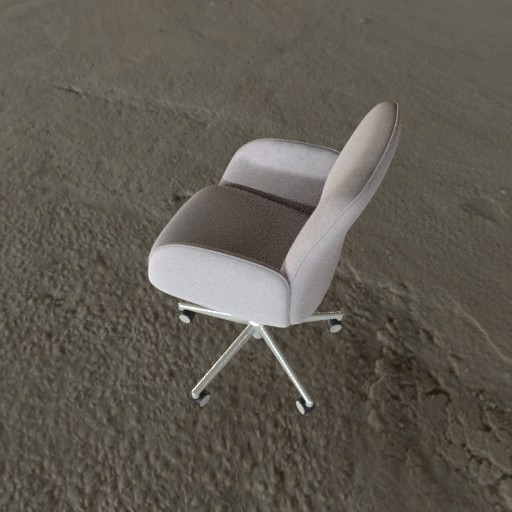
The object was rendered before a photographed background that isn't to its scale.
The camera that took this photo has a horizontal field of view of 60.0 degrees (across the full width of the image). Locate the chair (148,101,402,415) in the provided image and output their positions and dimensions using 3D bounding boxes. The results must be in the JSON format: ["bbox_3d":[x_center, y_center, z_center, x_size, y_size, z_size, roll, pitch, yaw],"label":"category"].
[{"bbox_3d":[0.000,0.000,1.373,0.654,0.959,0.648,16,48,16],"label":"chair"}]
